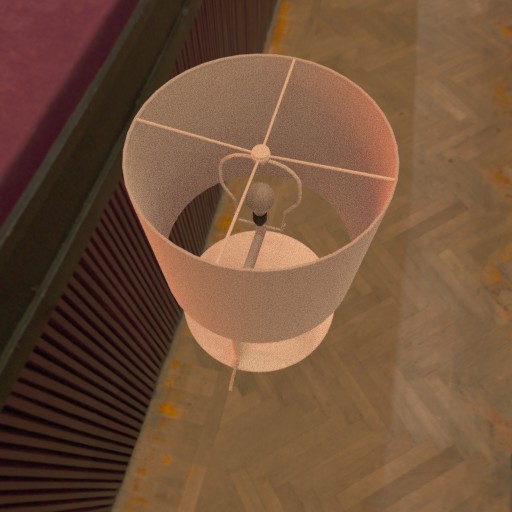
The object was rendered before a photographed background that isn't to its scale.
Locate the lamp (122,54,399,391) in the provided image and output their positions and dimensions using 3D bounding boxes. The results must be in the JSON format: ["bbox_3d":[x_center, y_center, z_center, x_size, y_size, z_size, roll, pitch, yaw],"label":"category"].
[{"bbox_3d":[0.000,0.000,0.677,0.299,0.454,0.341,15,64,8],"label":"lamp"}]
